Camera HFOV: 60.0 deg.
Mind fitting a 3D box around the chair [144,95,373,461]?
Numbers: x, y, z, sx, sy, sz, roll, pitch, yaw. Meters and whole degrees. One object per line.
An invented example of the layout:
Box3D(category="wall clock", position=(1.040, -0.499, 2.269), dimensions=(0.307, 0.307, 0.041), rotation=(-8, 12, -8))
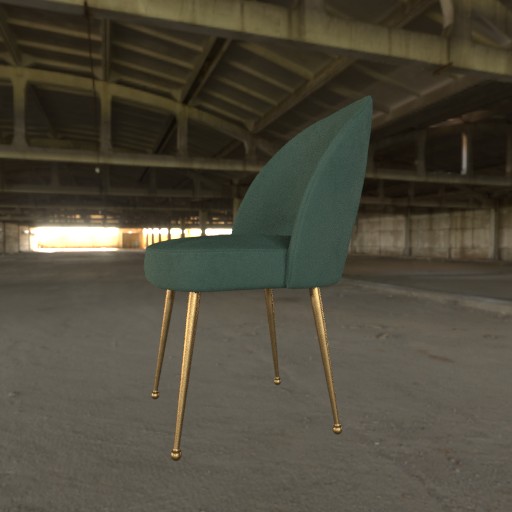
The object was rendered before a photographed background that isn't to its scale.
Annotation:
Box3D(category="chair", position=(0.000, 0.000, 1.202), dimensions=(0.577, 0.860, 0.527), rotation=(-1, 2, -19))
